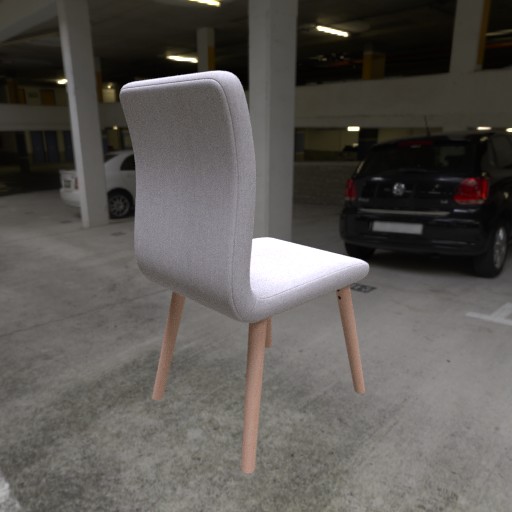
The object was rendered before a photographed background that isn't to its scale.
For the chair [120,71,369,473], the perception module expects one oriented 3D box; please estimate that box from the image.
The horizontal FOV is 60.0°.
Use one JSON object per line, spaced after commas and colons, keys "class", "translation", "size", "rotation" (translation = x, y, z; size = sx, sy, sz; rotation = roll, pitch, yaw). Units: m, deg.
{"class": "chair", "translation": [0.000, 0.000, 1.220], "size": [0.550, 0.885, 0.435], "rotation": [-15, 22, -42]}
